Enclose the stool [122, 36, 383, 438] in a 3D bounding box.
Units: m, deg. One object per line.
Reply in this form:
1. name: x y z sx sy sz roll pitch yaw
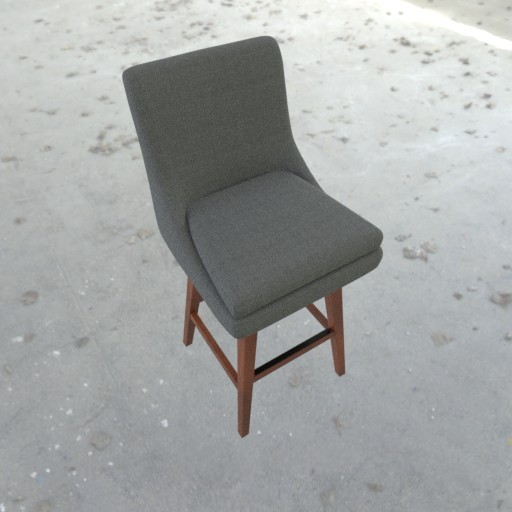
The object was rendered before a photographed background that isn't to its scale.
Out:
1. stool: 0.000 0.000 1.247 0.447 0.977 0.524 -24 50 -22
